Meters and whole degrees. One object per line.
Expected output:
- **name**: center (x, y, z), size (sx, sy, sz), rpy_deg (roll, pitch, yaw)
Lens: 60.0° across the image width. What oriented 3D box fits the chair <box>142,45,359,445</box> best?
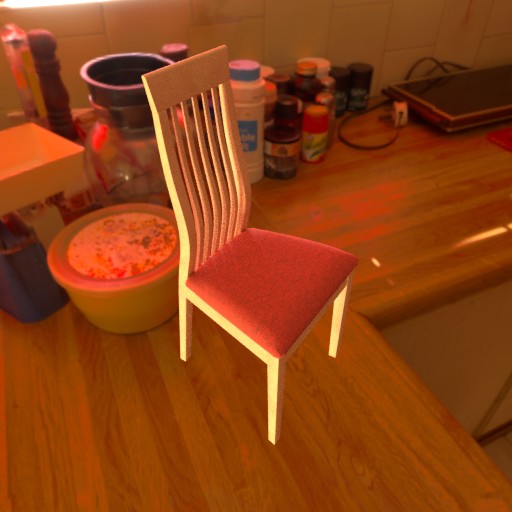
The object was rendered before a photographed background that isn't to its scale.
- **chair**: center (0.000, 0.000, 1.294), size (0.474, 1.027, 0.460), rpy_deg (24, 46, 26)
